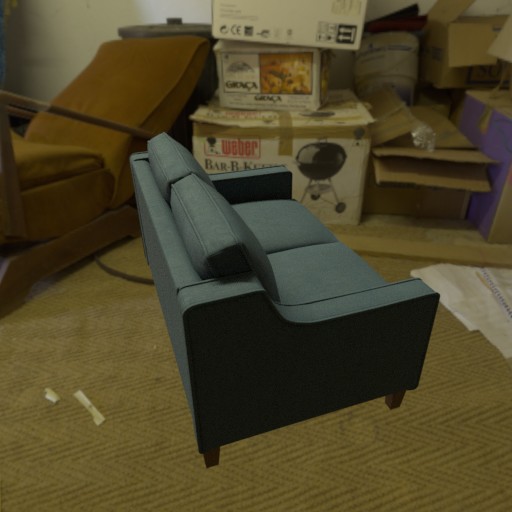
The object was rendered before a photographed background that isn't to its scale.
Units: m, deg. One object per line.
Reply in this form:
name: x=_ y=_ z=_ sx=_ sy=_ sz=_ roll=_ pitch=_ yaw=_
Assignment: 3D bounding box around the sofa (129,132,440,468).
sofa: x=0.000 y=0.000 z=2.201 sx=0.987 sy=0.971 sz=1.501 roll=-10 pitch=32 yaw=-17
